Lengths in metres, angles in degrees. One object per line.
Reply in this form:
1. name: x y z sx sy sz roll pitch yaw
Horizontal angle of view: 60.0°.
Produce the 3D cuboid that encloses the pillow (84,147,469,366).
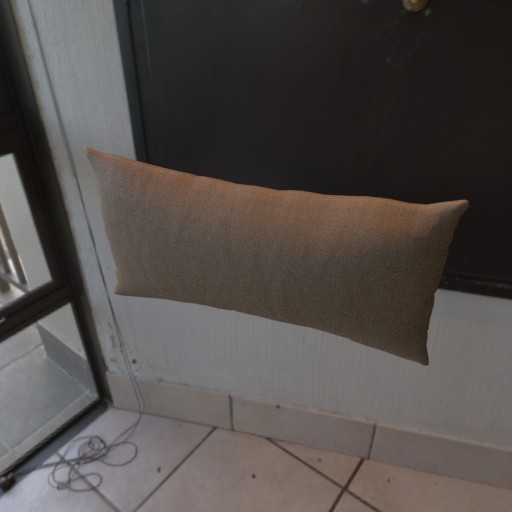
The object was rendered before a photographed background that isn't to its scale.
1. pillow: 0.000 0.000 0.744 0.612 0.308 0.148 10 34 16
